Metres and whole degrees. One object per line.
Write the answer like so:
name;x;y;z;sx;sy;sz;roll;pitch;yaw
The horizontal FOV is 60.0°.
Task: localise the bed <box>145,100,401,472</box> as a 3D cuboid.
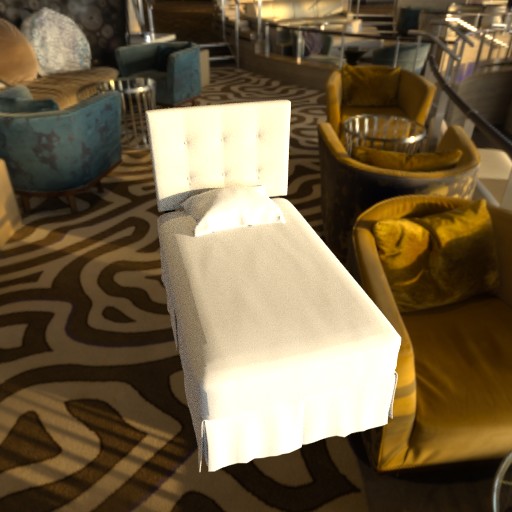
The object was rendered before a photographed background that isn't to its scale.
bed;0.000;0.000;3.054;1.261;1.571;1.997;-9;34;-14
